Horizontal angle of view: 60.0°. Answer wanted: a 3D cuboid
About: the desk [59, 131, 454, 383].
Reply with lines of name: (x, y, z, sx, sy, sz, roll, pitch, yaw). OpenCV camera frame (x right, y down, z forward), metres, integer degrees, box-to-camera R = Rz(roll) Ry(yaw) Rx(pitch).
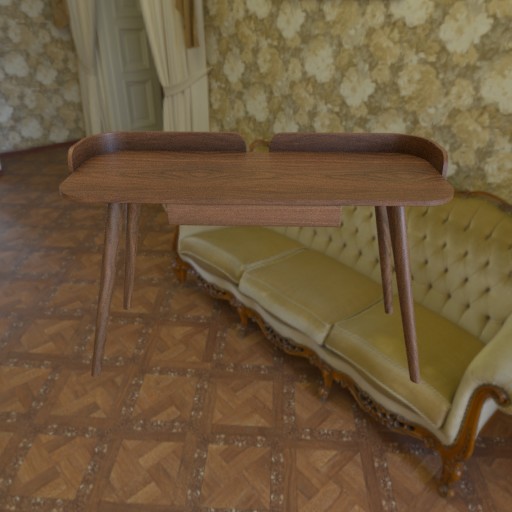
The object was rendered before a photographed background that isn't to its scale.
desk: (0.000, 0.000, 1.662, 1.256, 0.800, 0.486, 1, 30, 1)
